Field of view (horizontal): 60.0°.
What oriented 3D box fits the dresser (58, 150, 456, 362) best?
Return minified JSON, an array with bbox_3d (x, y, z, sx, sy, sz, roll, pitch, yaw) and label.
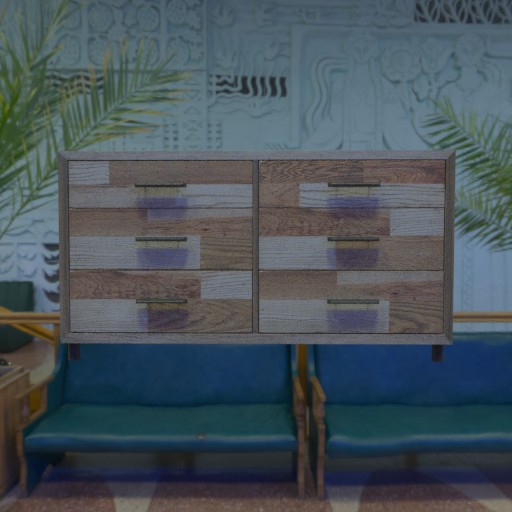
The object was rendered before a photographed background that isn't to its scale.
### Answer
[{"bbox_3d":[0.000,0.000,1.932,1.547,0.834,0.487,0,2,1],"label":"dresser"}]
